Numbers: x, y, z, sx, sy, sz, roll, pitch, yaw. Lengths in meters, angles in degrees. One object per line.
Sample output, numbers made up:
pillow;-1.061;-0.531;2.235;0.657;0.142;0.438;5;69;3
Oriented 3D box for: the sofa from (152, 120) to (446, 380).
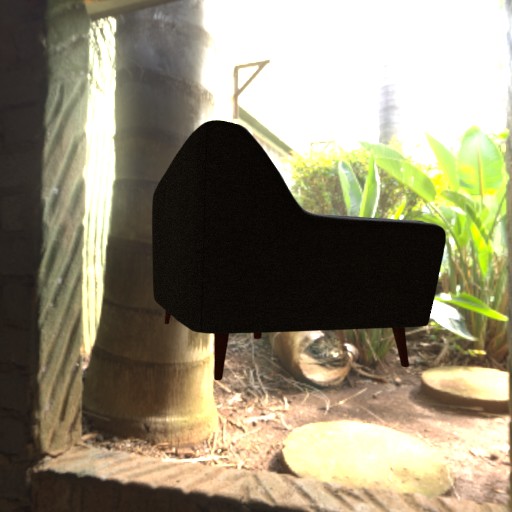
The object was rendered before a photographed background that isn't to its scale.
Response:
sofa;0.000;0.000;2.399;0.975;0.896;1.929;0;-1;-18
